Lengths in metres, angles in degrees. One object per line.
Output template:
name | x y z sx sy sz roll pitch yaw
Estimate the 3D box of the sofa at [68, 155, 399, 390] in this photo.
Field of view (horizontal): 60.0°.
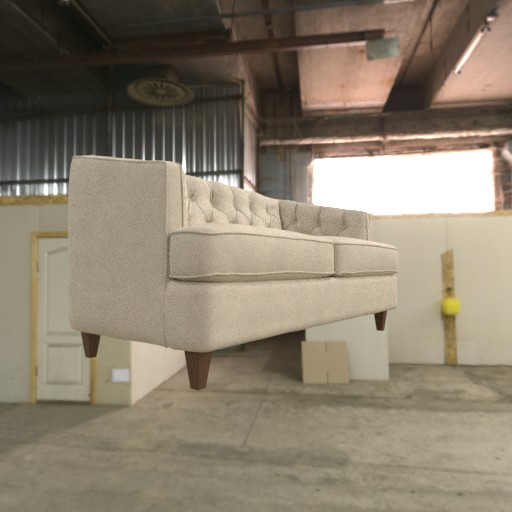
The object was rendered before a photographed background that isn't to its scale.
sofa | 0.000 0.000 2.260 0.940 0.878 1.731 -1 -2 36
